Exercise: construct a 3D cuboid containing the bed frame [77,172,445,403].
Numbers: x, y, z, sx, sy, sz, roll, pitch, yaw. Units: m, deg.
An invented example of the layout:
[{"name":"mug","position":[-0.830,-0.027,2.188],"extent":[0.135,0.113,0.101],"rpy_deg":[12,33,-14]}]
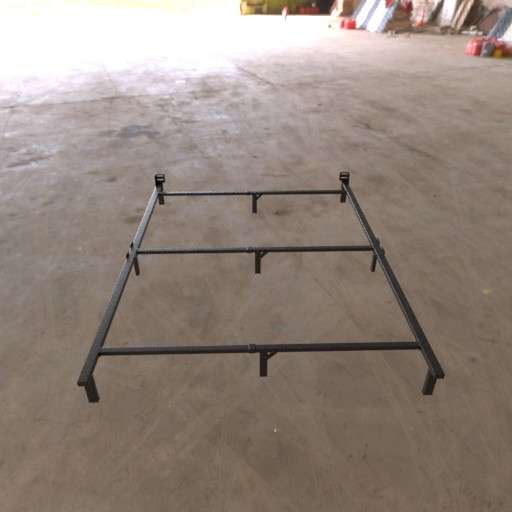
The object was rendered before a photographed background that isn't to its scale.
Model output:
[{"name":"bed frame","position":[0.000,0.000,2.648],"extent":[1.498,0.248,1.990],"rpy_deg":[-1,33,-1]}]
